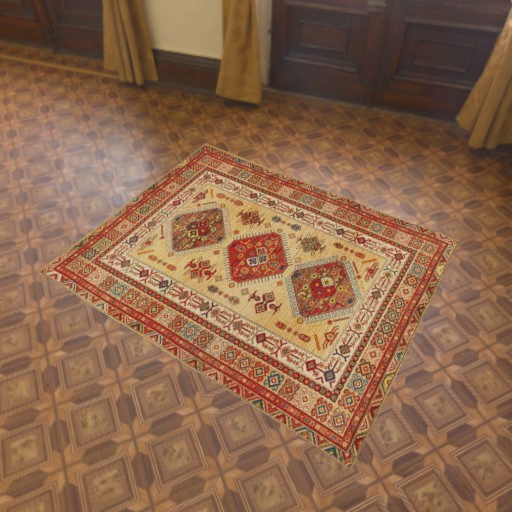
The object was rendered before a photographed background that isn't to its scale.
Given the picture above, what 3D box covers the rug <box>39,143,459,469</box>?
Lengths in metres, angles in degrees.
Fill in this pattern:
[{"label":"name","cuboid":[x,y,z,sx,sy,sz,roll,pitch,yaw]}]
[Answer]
[{"label":"rug","cuboid":[0.000,0.000,4.108,3.067,0.005,2.460,26,52,22]}]
